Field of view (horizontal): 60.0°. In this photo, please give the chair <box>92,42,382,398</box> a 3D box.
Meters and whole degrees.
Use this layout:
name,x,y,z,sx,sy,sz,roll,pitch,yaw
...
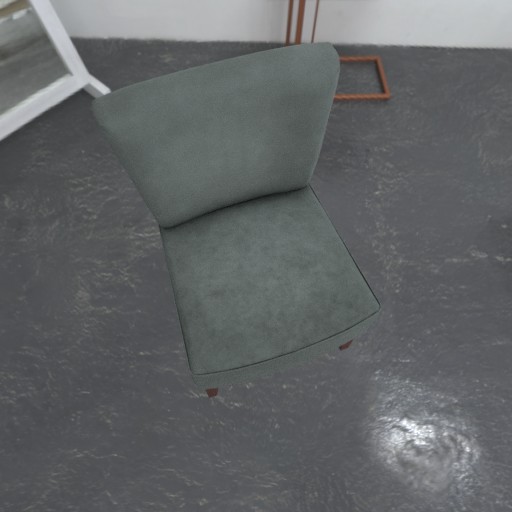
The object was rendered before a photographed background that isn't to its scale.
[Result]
name,x,y,z,sx,sy,sz,roll,pitch,yaw
chair,0.000,0.000,1.163,0.521,0.806,0.554,-18,65,-9
